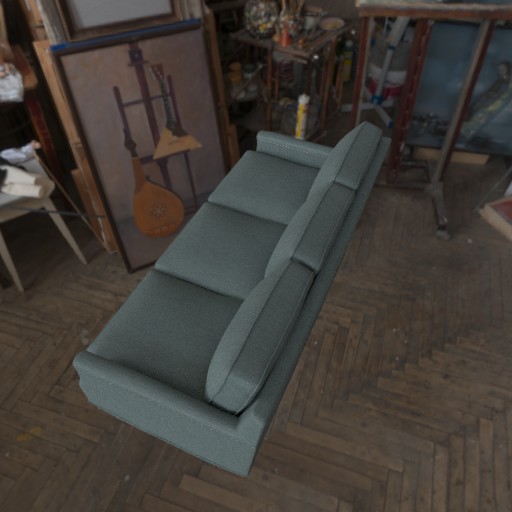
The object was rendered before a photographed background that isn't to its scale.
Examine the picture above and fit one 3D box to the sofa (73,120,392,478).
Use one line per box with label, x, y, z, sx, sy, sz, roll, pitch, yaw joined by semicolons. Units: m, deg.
sofa;0.000;0.000;2.770;1.084;1.003;2.246;19;51;16
